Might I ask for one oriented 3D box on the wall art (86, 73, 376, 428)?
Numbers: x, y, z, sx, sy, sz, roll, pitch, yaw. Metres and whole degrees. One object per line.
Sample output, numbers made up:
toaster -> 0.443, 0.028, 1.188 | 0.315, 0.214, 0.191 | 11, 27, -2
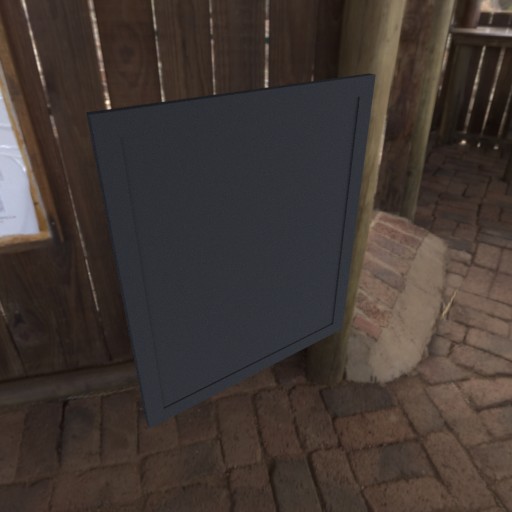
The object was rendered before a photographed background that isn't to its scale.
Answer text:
wall art -> 0.000, 0.000, 0.506 | 0.311, 0.361, 0.010 | -20, 37, -29
